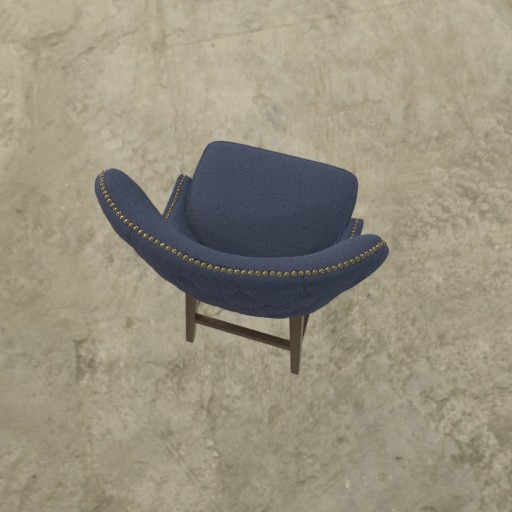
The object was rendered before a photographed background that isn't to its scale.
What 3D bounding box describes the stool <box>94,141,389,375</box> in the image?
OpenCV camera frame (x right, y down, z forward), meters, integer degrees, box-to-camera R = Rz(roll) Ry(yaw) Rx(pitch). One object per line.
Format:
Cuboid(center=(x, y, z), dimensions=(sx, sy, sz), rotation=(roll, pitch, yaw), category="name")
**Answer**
Cuboid(center=(0.000, 0.000, 1.333), dimensions=(0.615, 0.972, 0.597), rotation=(15, 64, 8), category="stool")
